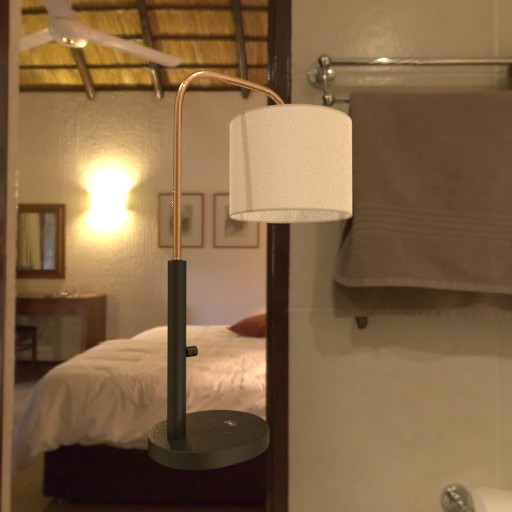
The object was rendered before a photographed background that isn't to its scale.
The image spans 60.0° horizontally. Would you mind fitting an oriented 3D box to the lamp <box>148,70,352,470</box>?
[{"bbox_3d":[0.000,0.000,0.688,0.337,0.540,0.199,1,-1,-35],"label":"lamp"}]
